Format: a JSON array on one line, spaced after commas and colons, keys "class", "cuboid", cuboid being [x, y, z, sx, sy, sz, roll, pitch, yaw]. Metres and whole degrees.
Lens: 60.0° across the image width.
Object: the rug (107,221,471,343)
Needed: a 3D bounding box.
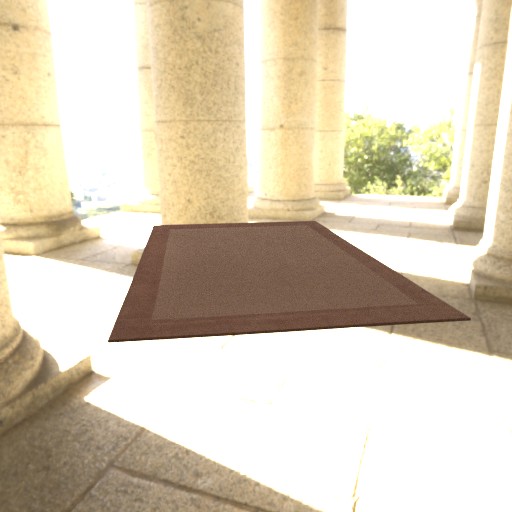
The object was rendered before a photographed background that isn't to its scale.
[{"class": "rug", "cuboid": [0.000, 0.000, 2.980, 1.524, 0.014, 2.438, -2, 15, -8]}]
